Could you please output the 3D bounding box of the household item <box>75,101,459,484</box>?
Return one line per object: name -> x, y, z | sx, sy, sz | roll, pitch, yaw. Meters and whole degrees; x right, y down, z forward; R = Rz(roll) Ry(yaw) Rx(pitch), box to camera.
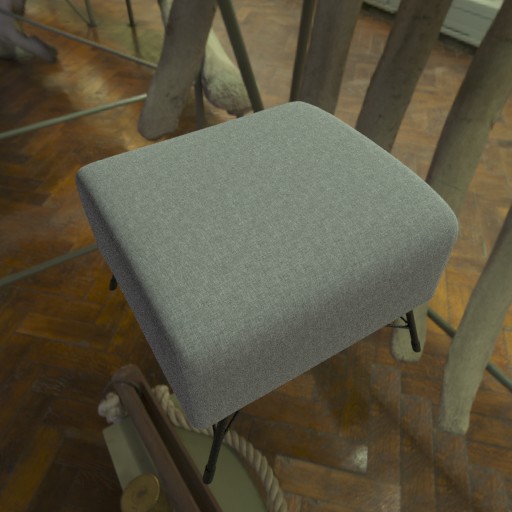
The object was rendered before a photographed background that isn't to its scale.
household item -> 0.000, 0.000, 0.880 | 0.530, 0.410, 0.530 | -24, 51, -21
